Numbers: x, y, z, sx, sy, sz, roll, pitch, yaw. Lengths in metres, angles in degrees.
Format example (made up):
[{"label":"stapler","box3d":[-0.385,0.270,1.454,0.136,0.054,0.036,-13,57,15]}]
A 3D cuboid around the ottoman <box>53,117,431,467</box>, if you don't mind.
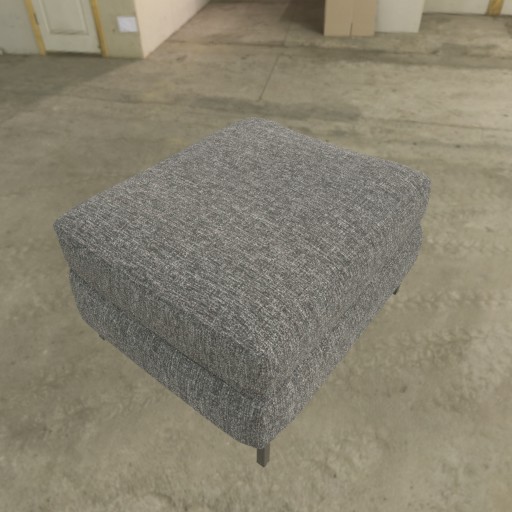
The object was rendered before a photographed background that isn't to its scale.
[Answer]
[{"label":"ottoman","box3d":[0.000,0.000,1.231,0.683,0.480,0.828,27,48,28]}]
